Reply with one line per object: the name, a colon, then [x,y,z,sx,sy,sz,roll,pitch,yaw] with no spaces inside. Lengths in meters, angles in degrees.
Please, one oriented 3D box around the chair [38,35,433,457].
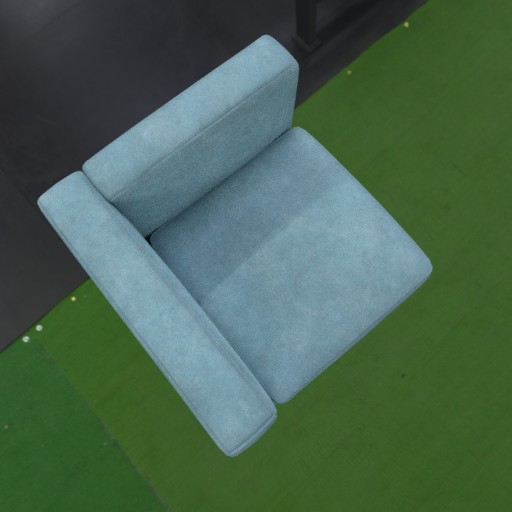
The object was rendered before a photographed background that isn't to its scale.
chair: [0.000,0.000,1.217,0.684,0.660,0.691,-39,79,-9]
